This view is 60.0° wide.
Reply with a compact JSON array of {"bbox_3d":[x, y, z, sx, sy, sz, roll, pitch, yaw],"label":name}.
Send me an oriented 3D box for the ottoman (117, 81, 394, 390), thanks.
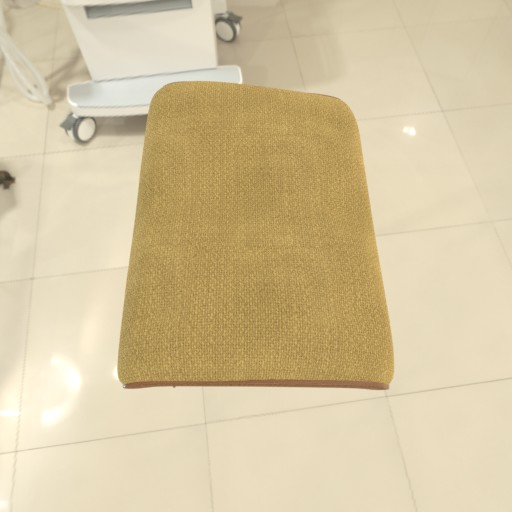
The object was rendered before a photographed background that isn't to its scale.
[{"bbox_3d":[0.000,0.000,0.810,0.394,0.391,0.520,-1,63,0],"label":"ottoman"}]
